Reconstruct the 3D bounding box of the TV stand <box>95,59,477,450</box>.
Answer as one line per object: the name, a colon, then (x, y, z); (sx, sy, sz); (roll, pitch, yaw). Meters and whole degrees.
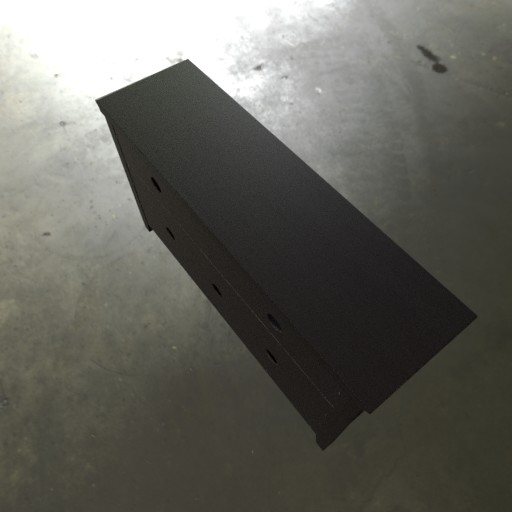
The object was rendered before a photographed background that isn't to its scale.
TV stand: (0.000, 0.000, 1.483); (0.347, 0.681, 1.198); (-34, 64, -19)
